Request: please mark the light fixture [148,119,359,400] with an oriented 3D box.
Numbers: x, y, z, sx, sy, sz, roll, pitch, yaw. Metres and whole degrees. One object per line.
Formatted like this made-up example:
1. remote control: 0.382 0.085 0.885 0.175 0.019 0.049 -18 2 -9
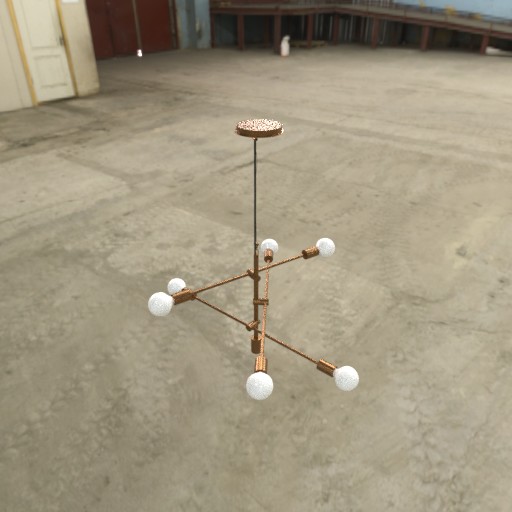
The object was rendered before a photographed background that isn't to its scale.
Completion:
1. light fixture: 0.000 0.000 1.268 0.637 0.744 0.682 -11 32 -19
